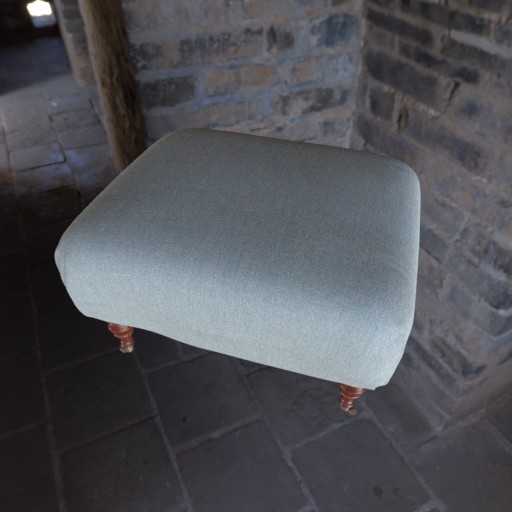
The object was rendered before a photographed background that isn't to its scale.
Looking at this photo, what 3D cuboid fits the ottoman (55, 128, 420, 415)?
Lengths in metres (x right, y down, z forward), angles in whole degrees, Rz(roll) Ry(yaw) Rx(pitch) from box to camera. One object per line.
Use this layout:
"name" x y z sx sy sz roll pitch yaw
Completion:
"ottoman" 0.000 0.000 1.129 0.747 0.450 0.622 11 42 13
